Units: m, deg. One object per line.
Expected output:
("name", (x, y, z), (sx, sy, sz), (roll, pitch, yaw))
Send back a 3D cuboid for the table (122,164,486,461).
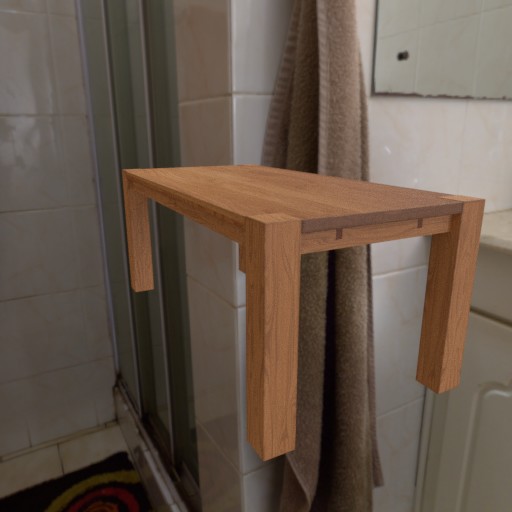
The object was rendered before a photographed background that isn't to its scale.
("table", (0.000, 0.000, 2.245), (0.900, 0.760, 1.800), (-8, 18, -27))
